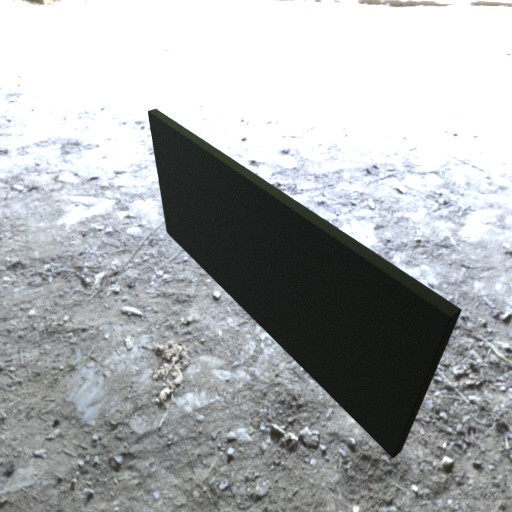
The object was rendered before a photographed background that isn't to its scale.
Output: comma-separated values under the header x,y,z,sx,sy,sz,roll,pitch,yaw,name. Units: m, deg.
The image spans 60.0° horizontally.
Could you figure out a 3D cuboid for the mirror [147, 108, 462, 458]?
x,y,z,sx,sy,sz,roll,pitch,yaw,name
0.000,0.000,1.759,0.047,0.692,1.584,-26,46,-28,mirror
